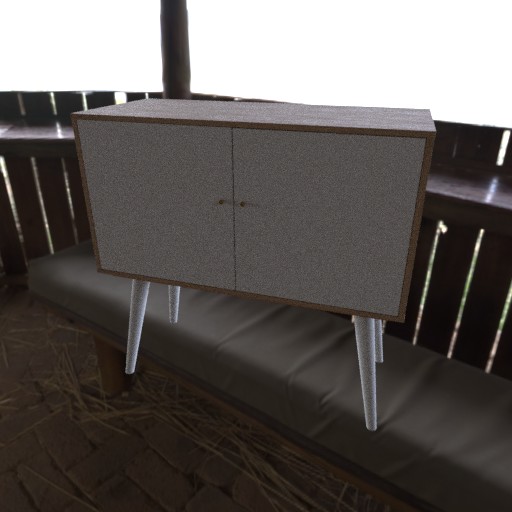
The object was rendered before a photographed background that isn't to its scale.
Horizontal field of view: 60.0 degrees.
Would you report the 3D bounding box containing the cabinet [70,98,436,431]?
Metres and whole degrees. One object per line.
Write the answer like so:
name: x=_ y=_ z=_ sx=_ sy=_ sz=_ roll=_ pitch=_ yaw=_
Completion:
cabinet: x=0.000 y=0.000 z=1.624 sx=1.057 sy=1.016 sz=0.470 roll=8 pitch=26 yaw=16
